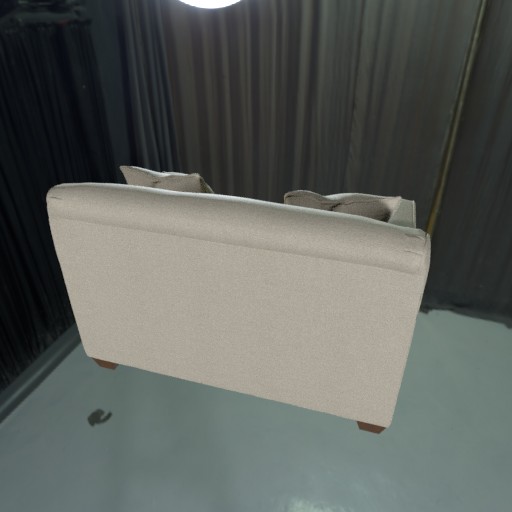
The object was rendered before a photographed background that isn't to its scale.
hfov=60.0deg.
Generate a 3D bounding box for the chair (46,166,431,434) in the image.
[{"bbox_3d":[0.000,0.000,2.074,1.383,0.948,1.000,9,33,14],"label":"chair"}]
